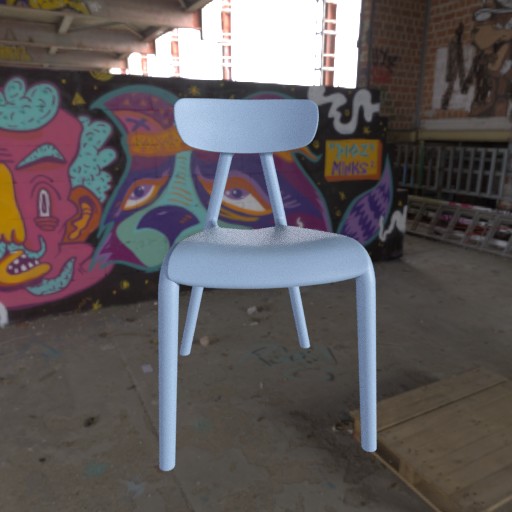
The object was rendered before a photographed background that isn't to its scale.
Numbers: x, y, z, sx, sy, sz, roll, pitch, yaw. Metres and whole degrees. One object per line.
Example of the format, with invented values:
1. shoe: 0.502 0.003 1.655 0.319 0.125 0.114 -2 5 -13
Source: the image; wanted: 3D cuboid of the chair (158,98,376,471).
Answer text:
1. chair: 0.000 0.000 0.827 0.356 0.580 0.401 -2 15 -7
